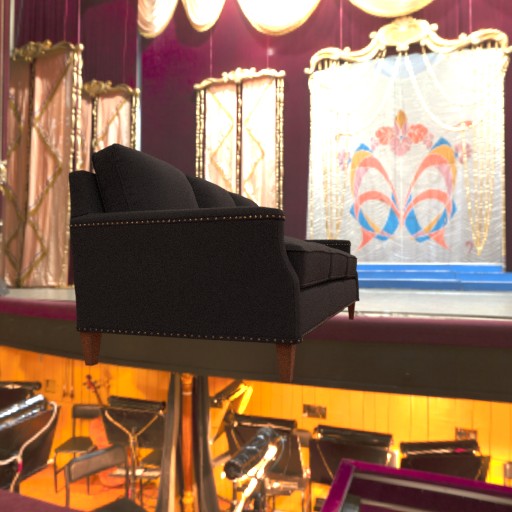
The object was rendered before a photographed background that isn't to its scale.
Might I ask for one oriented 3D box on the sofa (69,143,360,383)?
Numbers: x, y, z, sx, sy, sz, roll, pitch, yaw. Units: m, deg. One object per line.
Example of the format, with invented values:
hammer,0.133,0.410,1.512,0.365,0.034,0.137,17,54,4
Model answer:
sofa,0.000,0.000,2.826,1.084,1.003,2.246,0,-2,19
